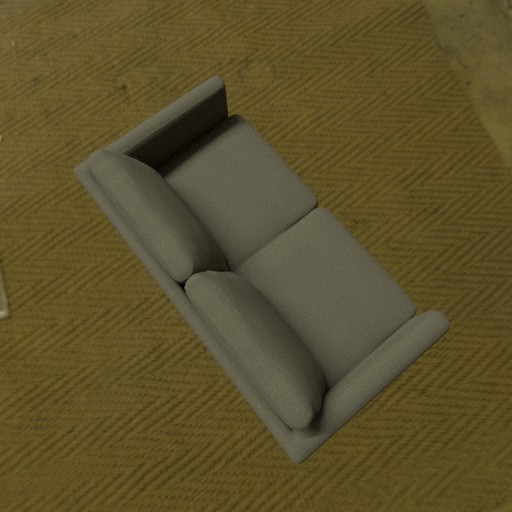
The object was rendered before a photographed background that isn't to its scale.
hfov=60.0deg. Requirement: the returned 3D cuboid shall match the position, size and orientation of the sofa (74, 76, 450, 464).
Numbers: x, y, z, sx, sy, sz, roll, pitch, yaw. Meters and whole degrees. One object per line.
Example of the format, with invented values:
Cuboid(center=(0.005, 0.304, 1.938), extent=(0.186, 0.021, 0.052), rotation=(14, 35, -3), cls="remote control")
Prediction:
Cuboid(center=(0.000, 0.000, 2.271), extent=(0.940, 0.866, 1.713), rotation=(-38, 77, -11), cls="sofa")
